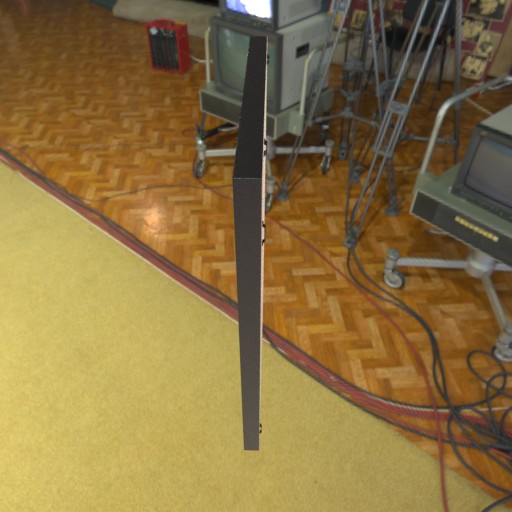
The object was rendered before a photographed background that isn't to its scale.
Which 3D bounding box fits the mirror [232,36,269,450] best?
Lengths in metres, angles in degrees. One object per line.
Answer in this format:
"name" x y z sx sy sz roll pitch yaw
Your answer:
"mirror" 0.000 0.000 0.929 0.039 0.710 0.507 1 43 1
